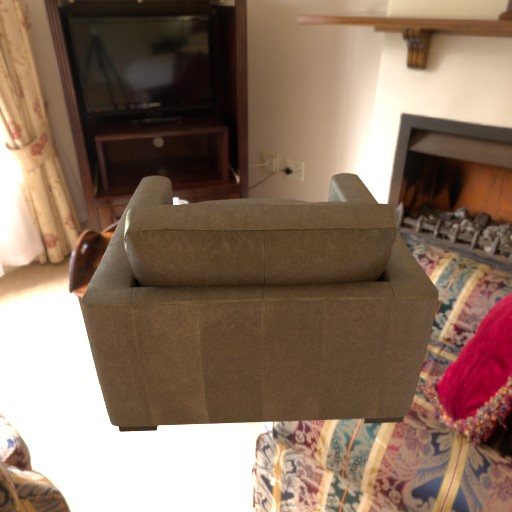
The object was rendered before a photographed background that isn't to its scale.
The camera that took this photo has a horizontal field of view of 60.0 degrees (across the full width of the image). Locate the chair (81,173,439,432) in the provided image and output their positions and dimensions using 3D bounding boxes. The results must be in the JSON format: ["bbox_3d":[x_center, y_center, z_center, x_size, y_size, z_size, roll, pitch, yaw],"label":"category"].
[{"bbox_3d":[0.000,0.000,1.820,1.106,0.807,1.080,-1,30,-2],"label":"chair"}]
